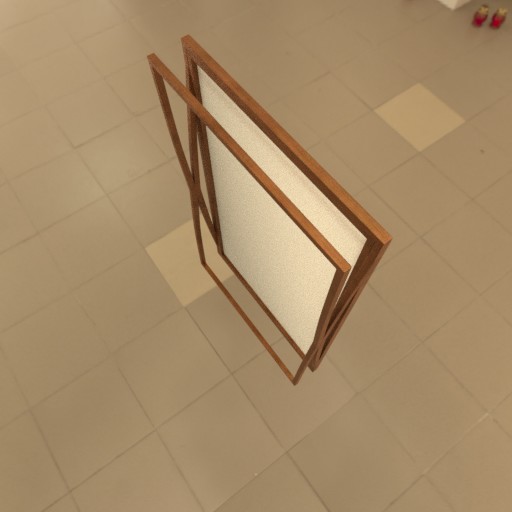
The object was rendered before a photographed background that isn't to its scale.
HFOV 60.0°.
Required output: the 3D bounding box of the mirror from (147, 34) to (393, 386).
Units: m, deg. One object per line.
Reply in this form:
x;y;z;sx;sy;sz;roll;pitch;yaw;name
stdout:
0.000;0.000;0.967;0.082;0.768;0.468;-34;68;-15;mirror
